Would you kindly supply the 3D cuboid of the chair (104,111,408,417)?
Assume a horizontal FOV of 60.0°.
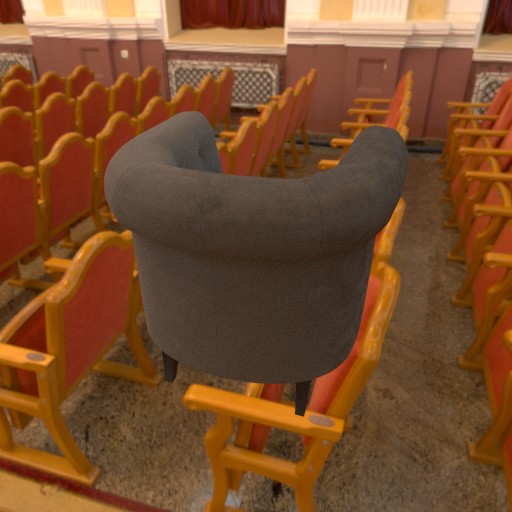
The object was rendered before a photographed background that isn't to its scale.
[{"bbox_3d":[0.000,0.000,1.553,0.904,0.826,0.851,9,32,15],"label":"chair"}]
